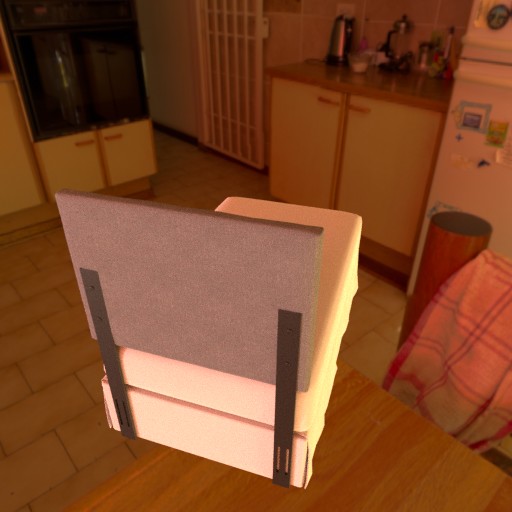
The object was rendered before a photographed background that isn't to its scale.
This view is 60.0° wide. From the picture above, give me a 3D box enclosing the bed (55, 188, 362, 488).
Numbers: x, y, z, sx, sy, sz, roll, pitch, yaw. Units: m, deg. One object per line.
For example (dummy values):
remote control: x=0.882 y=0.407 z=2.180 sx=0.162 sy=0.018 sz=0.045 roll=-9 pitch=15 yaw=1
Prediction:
bed: x=0.000 y=0.000 z=2.895 sx=1.261 sy=1.571 sz=1.997 roll=10 pitch=33 yaw=15
